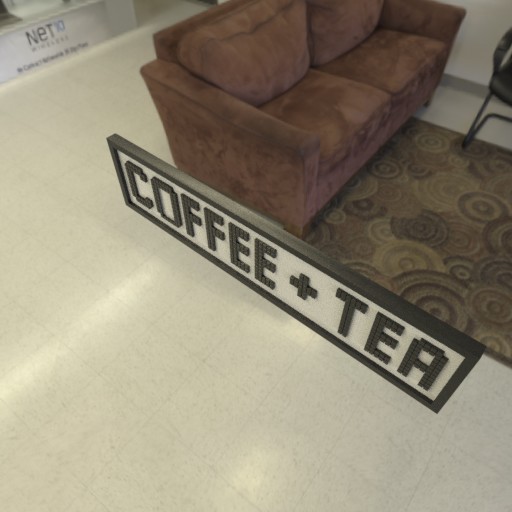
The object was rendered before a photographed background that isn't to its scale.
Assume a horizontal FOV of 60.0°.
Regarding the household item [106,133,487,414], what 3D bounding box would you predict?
[{"bbox_3d":[0.000,0.000,1.048,1.001,0.236,0.030,32,56,25],"label":"household item"}]
